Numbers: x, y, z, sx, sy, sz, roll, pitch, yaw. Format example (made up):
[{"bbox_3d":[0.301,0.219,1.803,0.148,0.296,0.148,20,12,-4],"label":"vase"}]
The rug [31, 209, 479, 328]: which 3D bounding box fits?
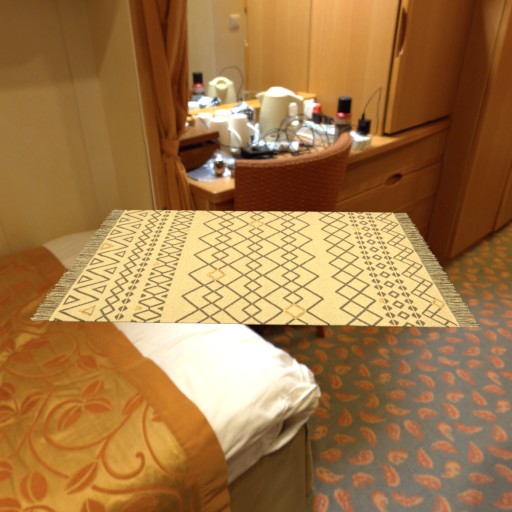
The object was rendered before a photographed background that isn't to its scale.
[{"bbox_3d":[0.000,0.000,3.056,2.472,0.035,1.495,1,30,1],"label":"rug"}]
